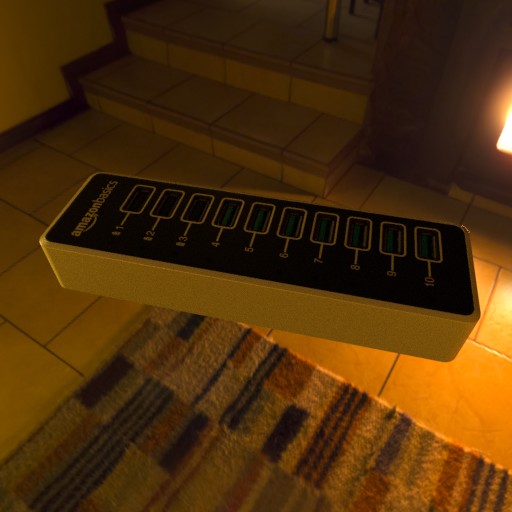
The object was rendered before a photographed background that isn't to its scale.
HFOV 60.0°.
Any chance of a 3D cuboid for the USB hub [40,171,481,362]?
[{"bbox_3d":[0.000,0.000,0.162,0.145,0.023,0.044,10,47,9],"label":"USB hub"}]
